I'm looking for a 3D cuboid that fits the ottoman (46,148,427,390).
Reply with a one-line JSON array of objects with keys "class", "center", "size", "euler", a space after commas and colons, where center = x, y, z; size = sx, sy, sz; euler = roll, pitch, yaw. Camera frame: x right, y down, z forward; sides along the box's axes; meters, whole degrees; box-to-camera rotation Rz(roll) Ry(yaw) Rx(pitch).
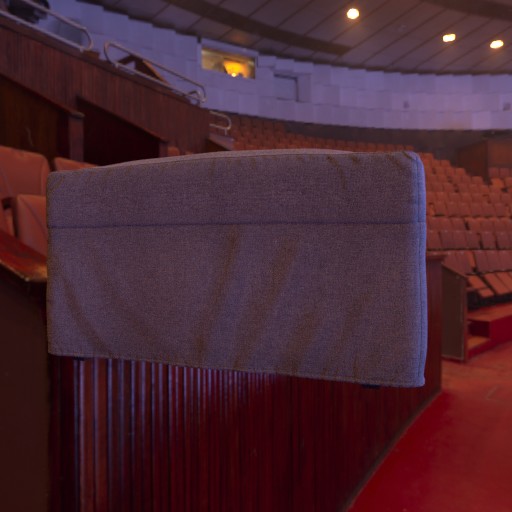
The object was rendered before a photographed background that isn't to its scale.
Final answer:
[{"class": "ottoman", "center": [0.000, 0.000, 1.197], "size": [0.833, 0.492, 0.652], "euler": [0, 2, 18]}]
